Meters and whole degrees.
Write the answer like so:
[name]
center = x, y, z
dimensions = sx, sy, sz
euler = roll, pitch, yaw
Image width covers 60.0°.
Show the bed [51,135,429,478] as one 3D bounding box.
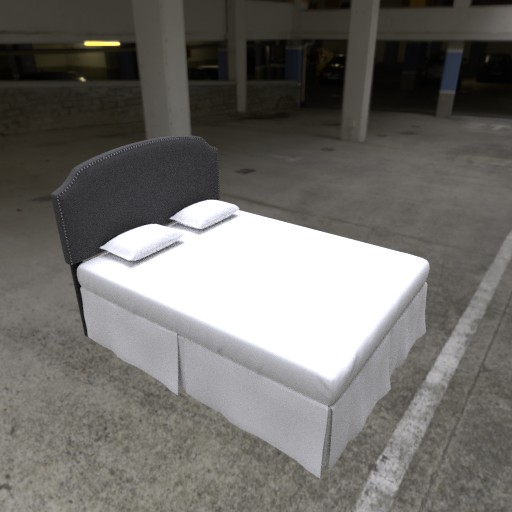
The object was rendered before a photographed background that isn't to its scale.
[bed]
center = 0.000, 0.000, 2.930
dimensions = 1.999, 1.270, 1.558
euler = 18, 32, 31
